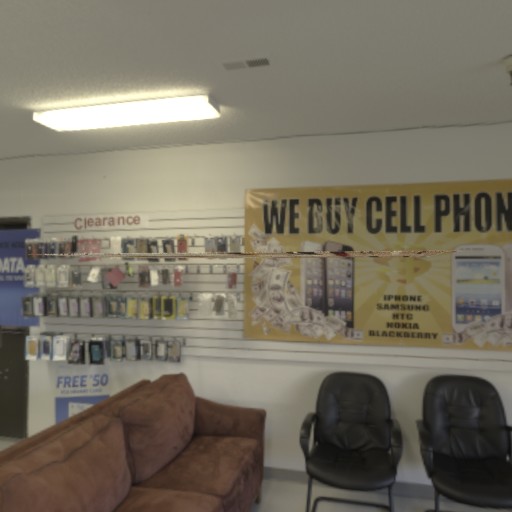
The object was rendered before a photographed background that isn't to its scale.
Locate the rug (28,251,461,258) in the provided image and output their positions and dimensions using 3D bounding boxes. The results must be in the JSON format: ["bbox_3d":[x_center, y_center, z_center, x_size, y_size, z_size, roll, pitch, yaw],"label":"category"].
[{"bbox_3d":[0.000,0.000,2.425,1.918,0.007,1.268,0,-1,17],"label":"rug"}]
